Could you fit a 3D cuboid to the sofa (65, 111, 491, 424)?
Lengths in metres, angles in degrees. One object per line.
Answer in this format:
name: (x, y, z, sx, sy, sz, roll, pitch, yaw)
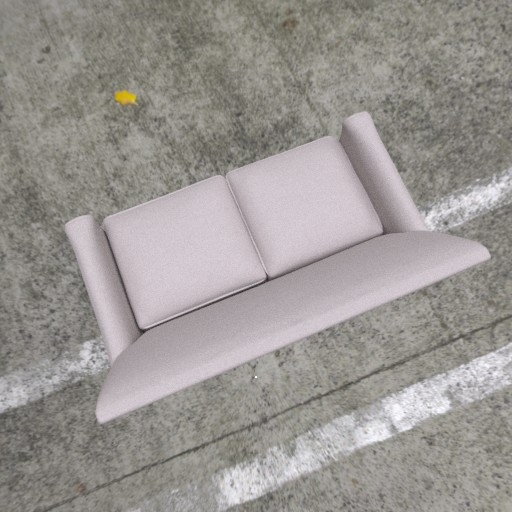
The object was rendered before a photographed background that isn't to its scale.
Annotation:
sofa: (0.000, 0.000, 2.045, 1.482, 0.890, 0.888, -22, 76, -6)
